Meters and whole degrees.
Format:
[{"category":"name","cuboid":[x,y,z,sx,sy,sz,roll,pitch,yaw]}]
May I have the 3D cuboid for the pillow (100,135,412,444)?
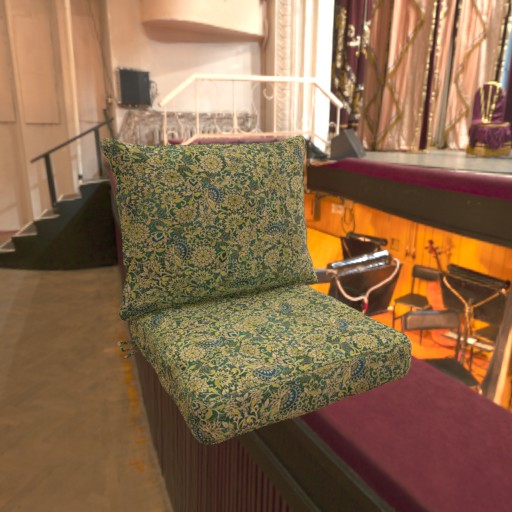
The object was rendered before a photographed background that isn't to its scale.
[{"category":"pillow","cuboid":[0.000,0.000,1.393,0.798,0.722,0.740,-8,18,-28]}]
